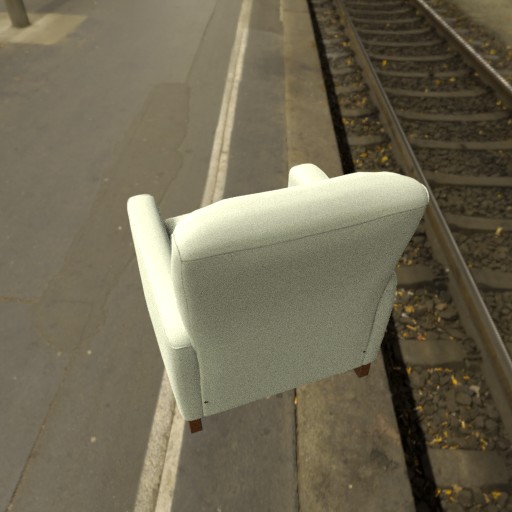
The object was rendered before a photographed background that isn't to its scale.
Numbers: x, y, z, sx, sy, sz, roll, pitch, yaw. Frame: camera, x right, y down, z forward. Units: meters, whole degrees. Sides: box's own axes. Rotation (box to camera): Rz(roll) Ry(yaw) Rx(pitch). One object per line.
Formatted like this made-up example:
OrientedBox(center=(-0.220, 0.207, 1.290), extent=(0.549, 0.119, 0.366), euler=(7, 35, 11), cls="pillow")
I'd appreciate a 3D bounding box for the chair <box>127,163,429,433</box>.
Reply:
OrientedBox(center=(0.000, 0.000, 1.664), extent=(0.853, 1.007, 0.846), euler=(-13, 44, -14), cls="chair")
